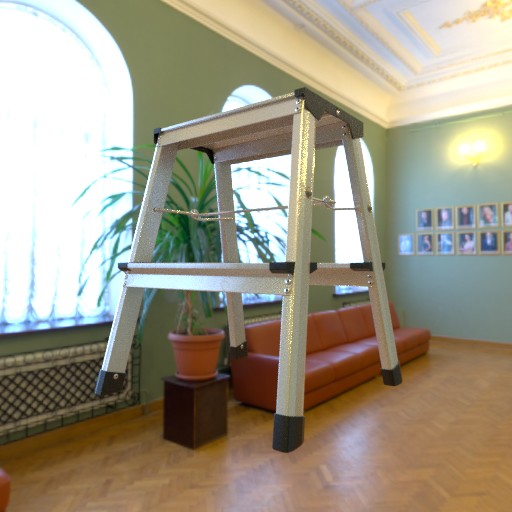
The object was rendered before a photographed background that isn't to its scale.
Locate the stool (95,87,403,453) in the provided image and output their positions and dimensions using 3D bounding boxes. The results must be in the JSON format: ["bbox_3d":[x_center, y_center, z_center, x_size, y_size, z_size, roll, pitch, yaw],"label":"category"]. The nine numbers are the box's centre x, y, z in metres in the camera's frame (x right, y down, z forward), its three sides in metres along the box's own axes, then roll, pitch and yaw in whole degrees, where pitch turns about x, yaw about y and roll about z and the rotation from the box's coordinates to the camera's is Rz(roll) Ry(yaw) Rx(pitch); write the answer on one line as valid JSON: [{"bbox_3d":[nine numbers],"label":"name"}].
[{"bbox_3d":[0.000,0.000,0.812,0.404,0.480,0.405,-1,-1,37],"label":"stool"}]
